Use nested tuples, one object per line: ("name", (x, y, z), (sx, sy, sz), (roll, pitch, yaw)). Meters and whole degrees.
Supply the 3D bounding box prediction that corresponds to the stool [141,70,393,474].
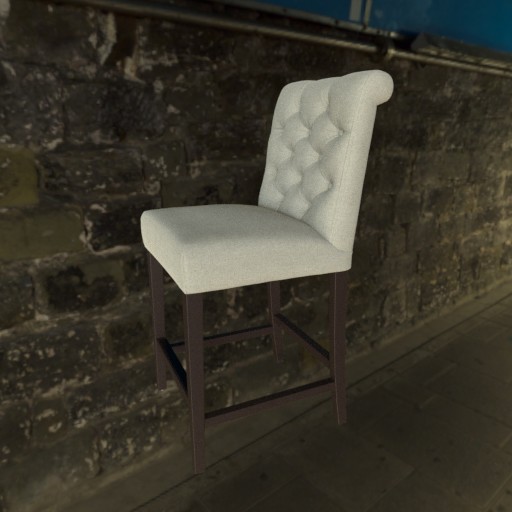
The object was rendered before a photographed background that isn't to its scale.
("stool", (0.000, 0.000, 1.357), (0.601, 1.040, 0.493), (-8, 18, -24))
